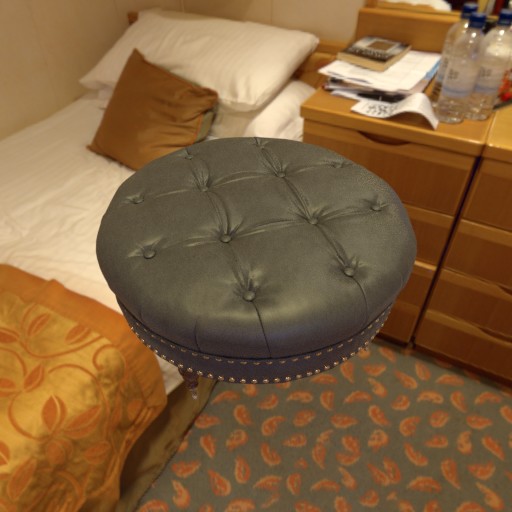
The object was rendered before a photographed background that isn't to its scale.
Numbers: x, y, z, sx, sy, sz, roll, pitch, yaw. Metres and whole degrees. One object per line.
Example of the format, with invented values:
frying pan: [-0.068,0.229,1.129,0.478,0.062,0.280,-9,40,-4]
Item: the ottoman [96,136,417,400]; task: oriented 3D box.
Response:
ottoman: [0.000,0.000,1.365,0.901,0.439,0.901,0,41,0]
